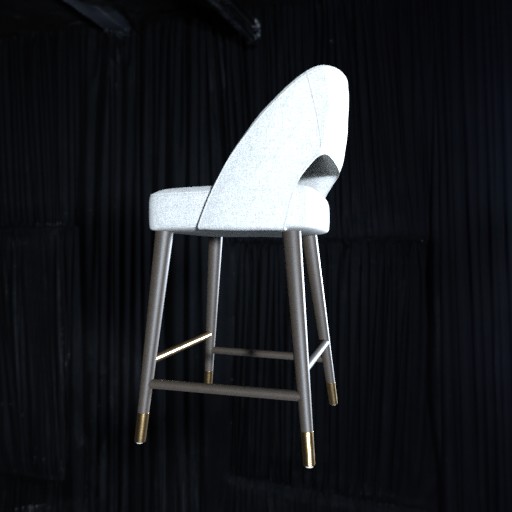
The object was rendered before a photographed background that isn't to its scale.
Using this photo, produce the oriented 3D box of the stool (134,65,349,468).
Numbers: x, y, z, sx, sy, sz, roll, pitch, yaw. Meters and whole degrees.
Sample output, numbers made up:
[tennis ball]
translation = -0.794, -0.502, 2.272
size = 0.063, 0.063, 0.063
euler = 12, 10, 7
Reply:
[stool]
translation = 0.000, 0.000, 1.251
size = 0.509, 0.940, 0.494
euler = 0, 0, 17
